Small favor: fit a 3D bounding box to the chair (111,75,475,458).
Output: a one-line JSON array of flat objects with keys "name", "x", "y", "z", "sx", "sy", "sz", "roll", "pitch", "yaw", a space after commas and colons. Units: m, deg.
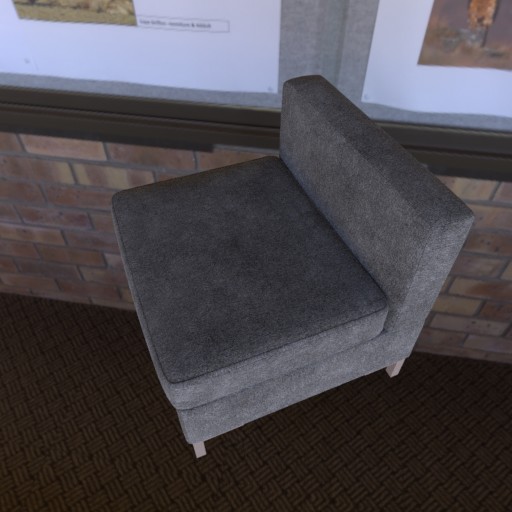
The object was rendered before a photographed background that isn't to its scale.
[{"name": "chair", "x": 0.000, "y": 0.000, "z": 1.209, "sx": 0.680, "sy": 0.660, "sz": 0.680, "roll": -17, "pitch": 49, "yaw": -15}]
